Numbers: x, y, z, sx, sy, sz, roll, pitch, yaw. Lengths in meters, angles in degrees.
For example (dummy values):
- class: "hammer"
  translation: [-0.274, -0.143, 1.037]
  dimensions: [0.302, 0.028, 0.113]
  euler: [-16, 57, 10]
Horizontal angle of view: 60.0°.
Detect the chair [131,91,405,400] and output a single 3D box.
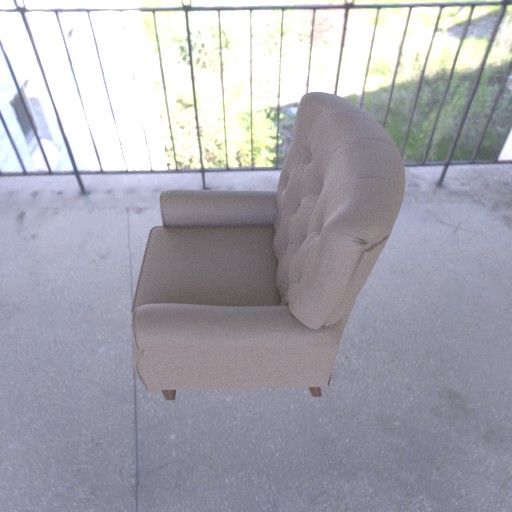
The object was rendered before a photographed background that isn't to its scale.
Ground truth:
- class: "chair"
  translation: [0.000, 0.000, 1.934]
  dimensions: [1.041, 1.138, 0.999]
  euler: [-1, 43, -1]
